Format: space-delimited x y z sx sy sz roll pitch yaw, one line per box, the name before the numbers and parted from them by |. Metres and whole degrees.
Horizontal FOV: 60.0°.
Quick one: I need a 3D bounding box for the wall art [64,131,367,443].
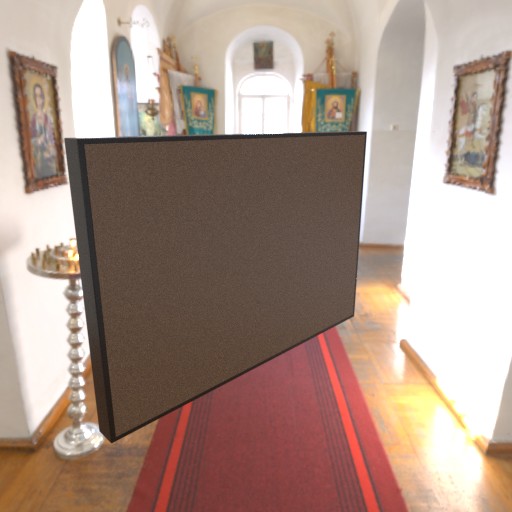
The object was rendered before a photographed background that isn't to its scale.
wall art | 0.000 0.000 1.205 0.939 0.640 0.058 -16 23 -42
